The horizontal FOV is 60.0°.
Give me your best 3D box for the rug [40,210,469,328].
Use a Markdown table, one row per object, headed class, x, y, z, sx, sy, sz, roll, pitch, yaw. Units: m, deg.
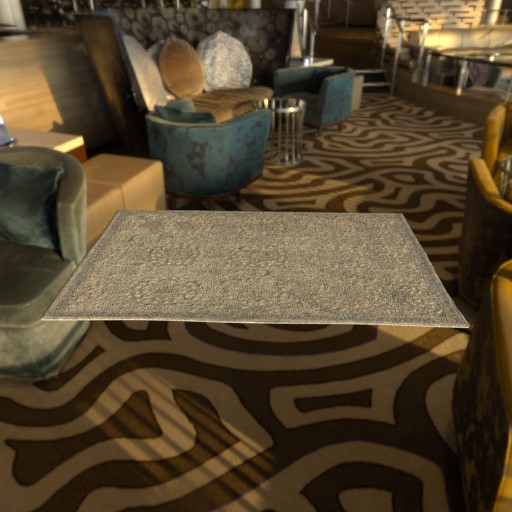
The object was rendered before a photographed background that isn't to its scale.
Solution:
| class | x | y | z | sx | sy | sz | roll | pitch | yaw |
| --- | --- | --- | --- | --- | --- | --- | --- | --- | --- |
| rug | 0.000 | 0.000 | 3.225 | 2.498 | 0.022 | 1.535 | 1 | 30 | 1 |
